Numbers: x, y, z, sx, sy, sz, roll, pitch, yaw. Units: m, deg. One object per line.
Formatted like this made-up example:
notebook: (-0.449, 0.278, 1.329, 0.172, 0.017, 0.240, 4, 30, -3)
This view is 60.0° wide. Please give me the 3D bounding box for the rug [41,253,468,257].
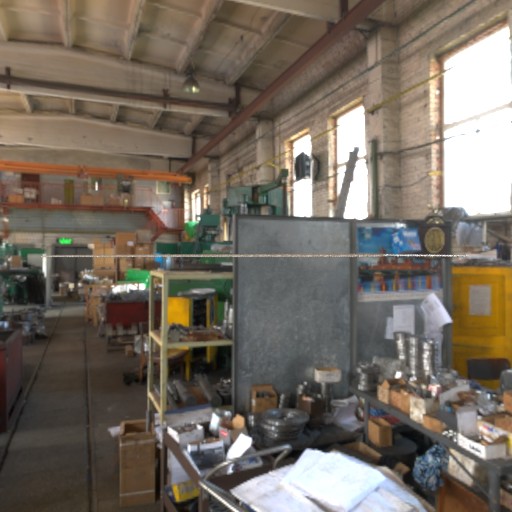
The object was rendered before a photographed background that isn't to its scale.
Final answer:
rug: (0.000, 0.000, 2.830, 2.214, 0.013, 1.609, 0, 0, 35)
